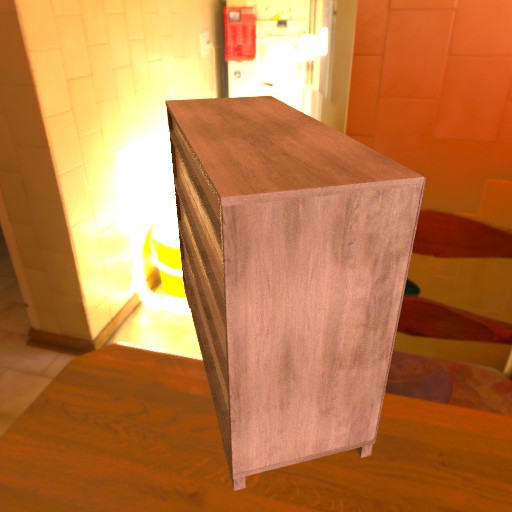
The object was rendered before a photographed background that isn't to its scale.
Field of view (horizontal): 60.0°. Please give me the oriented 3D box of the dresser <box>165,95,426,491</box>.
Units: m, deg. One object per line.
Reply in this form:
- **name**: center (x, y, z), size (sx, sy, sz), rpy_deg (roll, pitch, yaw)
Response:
- **dresser**: center (0.000, 0.000, 1.423), size (0.404, 0.816, 0.994), rpy_deg (-8, 30, -14)
